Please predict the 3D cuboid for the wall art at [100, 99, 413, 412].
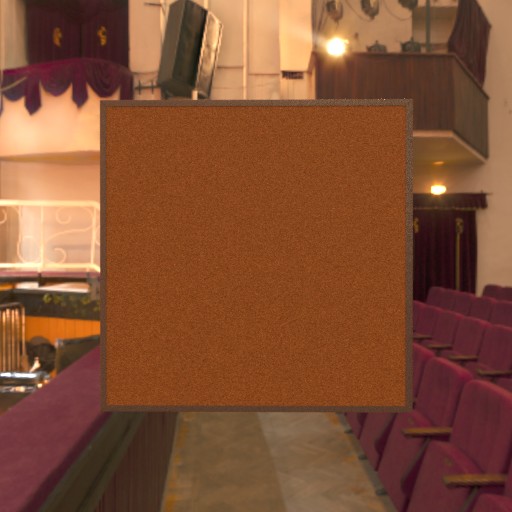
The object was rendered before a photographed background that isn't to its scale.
[{"bbox_3d":[0.000,0.000,0.508,0.349,0.349,0.028,0,0,1],"label":"wall art"}]
